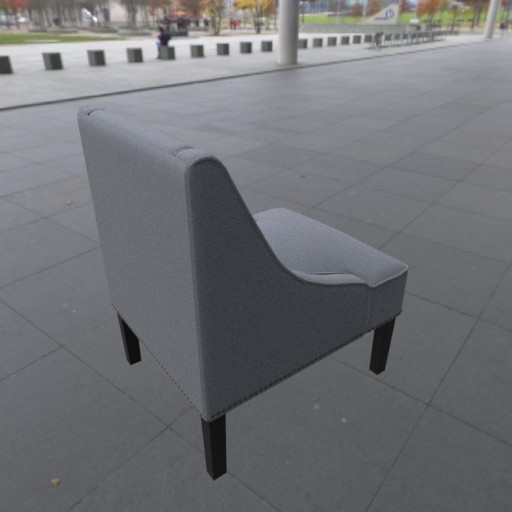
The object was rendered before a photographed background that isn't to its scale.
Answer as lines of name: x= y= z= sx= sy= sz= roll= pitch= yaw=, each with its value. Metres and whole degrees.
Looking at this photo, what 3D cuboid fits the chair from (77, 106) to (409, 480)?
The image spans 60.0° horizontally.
chair: x=0.000 y=0.000 z=1.353 sx=0.747 sy=0.867 sz=0.631 roll=-19 pitch=34 yaw=-32
